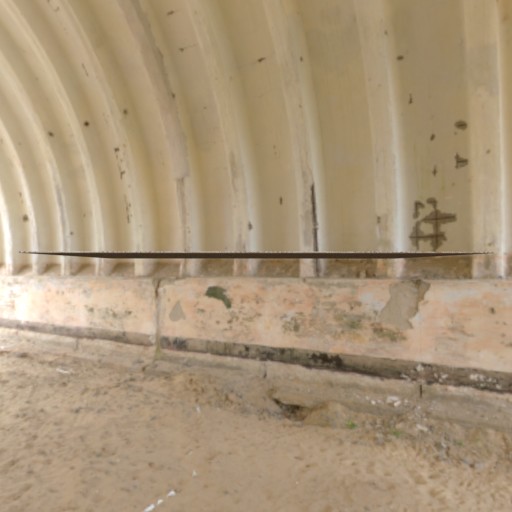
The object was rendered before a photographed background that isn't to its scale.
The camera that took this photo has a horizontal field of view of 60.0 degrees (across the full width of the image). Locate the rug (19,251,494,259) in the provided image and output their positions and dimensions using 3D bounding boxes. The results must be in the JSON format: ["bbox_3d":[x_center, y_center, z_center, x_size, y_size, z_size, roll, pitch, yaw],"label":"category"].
[{"bbox_3d":[0.000,0.000,3.019,2.428,0.007,1.519,0,-1,-1],"label":"rug"}]
